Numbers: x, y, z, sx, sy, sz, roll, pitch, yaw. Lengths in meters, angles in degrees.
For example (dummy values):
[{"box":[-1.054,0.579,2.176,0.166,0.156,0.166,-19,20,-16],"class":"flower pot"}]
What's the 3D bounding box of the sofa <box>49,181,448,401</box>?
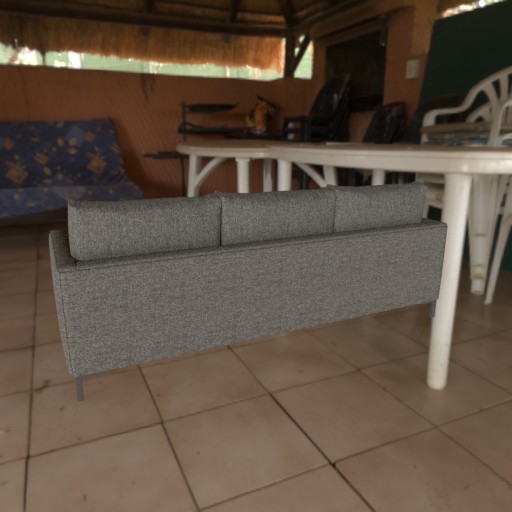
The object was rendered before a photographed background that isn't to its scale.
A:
[{"box":[0.000,0.000,2.687,2.253,0.879,0.876,-7,17,-25],"class":"sofa"}]
